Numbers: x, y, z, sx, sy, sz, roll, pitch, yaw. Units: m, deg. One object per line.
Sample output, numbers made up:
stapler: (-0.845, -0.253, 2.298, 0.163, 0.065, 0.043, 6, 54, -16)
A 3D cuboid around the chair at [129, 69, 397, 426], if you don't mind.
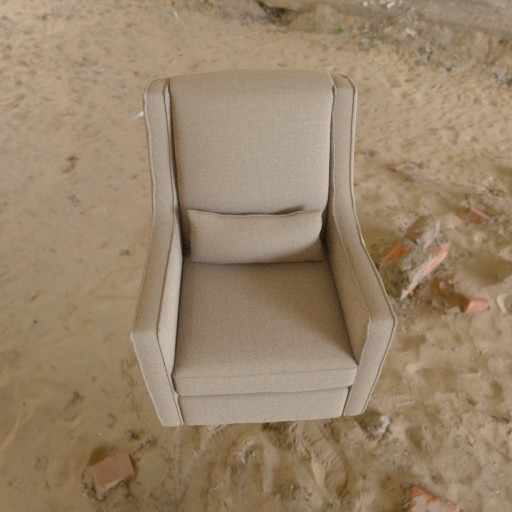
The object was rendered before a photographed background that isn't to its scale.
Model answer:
chair: (0.000, 0.000, 1.556, 0.732, 0.993, 0.879, -3, 46, -2)
